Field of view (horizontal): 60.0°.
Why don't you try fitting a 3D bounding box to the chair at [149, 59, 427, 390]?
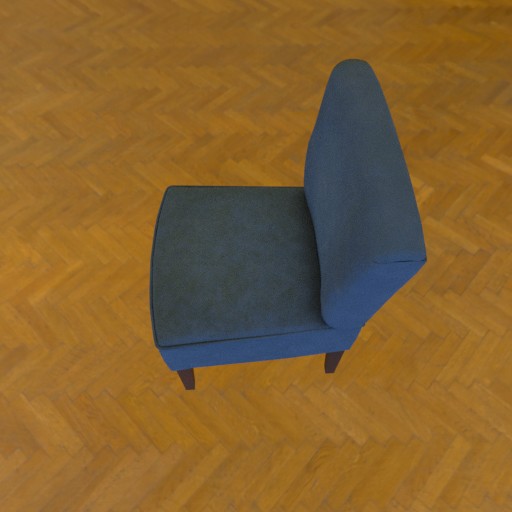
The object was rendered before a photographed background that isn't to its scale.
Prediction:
[{"bbox_3d":[0.000,0.000,1.173,0.551,0.806,0.521,-2,59,-2],"label":"chair"}]
